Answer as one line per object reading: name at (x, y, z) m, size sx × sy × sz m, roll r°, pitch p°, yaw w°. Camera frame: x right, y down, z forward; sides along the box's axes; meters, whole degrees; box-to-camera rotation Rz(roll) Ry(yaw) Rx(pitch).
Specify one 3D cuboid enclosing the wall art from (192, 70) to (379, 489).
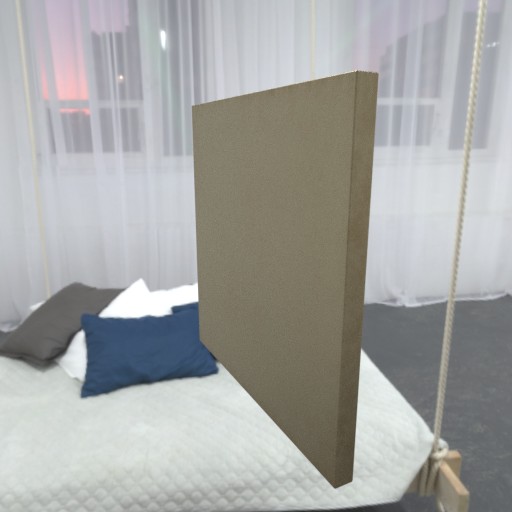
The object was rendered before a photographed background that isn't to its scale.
wall art at (0.000, 0.000, 0.734) m, size 0.030 × 0.506 × 0.503 m, roll -7°, pitch 16°, yaw -26°
